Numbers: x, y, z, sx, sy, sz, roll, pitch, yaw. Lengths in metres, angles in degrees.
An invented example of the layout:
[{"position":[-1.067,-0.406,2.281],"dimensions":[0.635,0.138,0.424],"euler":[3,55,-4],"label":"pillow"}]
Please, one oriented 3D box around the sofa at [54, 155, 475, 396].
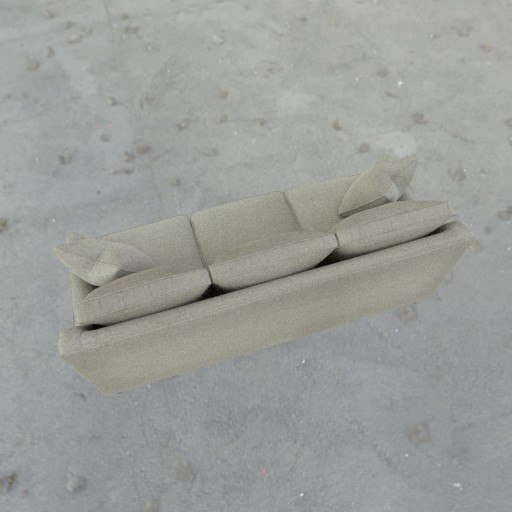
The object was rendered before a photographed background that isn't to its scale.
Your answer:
[{"position":[0.000,0.000,2.532],"dimensions":[2.031,0.914,0.865],"euler":[-15,60,-9],"label":"sofa"}]
